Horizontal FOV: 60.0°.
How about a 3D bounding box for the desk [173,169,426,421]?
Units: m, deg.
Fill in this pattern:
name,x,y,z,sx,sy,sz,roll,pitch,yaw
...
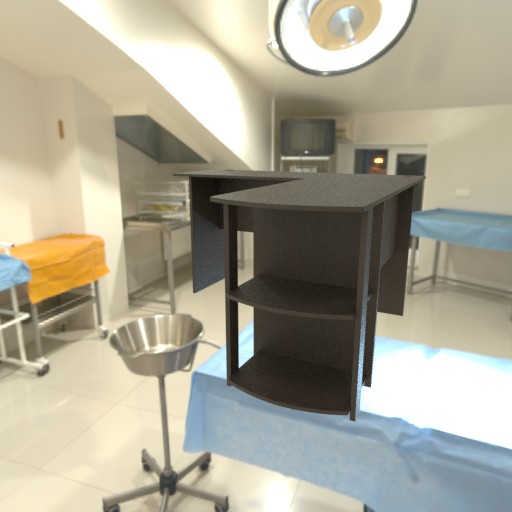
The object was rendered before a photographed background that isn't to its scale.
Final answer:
name,x,y,z,sx,sy,sz,roll,pitch,yaw
desk,0.000,0.000,2.116,1.303,0.716,1.361,7,16,26
